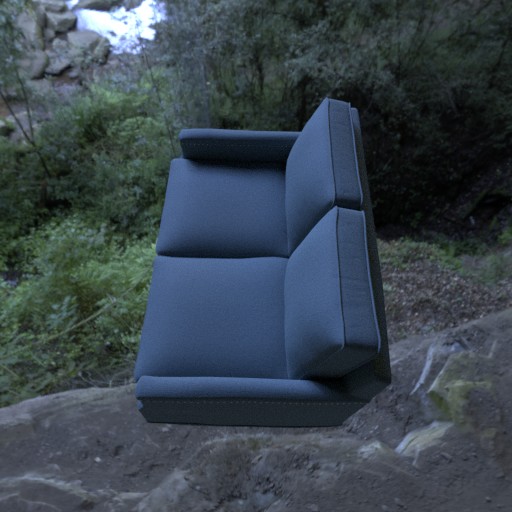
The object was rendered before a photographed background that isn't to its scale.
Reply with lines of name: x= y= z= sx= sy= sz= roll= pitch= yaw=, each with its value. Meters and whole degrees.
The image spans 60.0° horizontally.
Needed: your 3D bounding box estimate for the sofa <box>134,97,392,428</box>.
sofa: x=0.000 y=0.000 z=2.338 sx=1.084 sy=1.003 sz=1.597 roll=2 pitch=59 yaw=1
